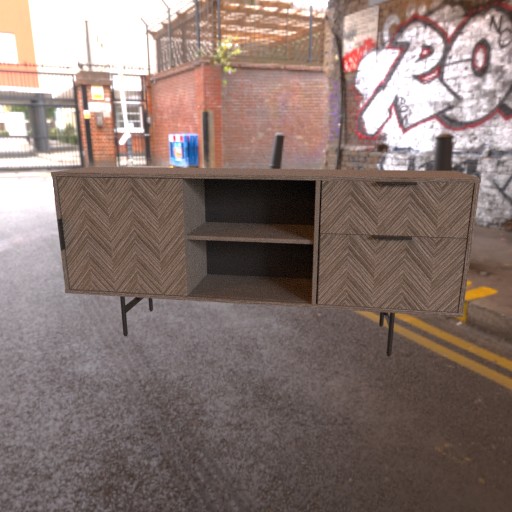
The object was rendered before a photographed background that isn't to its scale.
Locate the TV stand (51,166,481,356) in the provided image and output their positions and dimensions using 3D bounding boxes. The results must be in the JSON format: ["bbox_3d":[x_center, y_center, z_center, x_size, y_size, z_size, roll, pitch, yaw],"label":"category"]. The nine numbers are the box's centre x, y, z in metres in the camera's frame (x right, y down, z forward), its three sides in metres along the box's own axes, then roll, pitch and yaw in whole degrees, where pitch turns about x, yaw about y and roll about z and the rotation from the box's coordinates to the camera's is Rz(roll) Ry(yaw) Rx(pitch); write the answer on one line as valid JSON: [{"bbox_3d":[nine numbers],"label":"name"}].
[{"bbox_3d":[0.000,0.000,2.103,1.804,0.787,0.405,2,15,9],"label":"TV stand"}]
